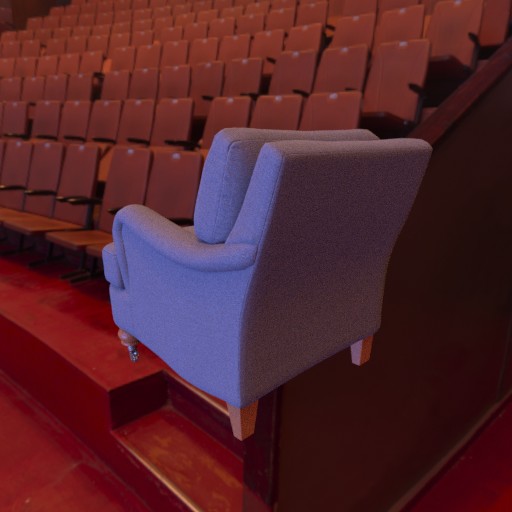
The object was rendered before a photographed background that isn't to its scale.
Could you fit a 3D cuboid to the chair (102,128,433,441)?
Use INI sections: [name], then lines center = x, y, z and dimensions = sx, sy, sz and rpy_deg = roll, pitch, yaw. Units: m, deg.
[chair]
center = 0.000, 0.000, 1.885
dimensions = 0.955, 1.038, 1.070
rpy_deg = -15, 21, -42
